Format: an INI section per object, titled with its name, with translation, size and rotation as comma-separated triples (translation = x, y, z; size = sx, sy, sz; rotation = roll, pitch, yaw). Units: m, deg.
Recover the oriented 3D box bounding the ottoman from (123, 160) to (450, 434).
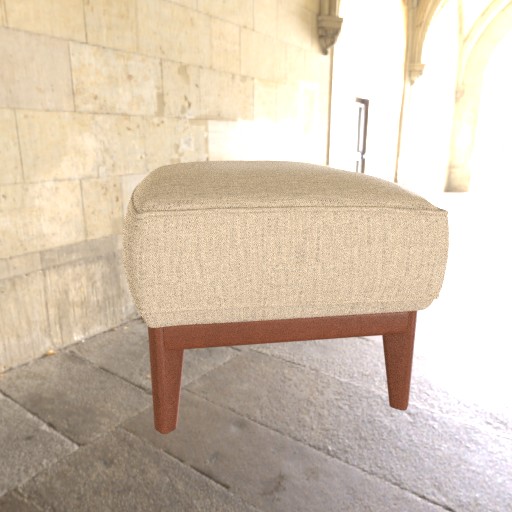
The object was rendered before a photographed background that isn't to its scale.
[ottoman]
translation = 0.000, 0.000, 1.136
size = 0.594, 0.465, 0.794
rotation = -2, 15, -9
